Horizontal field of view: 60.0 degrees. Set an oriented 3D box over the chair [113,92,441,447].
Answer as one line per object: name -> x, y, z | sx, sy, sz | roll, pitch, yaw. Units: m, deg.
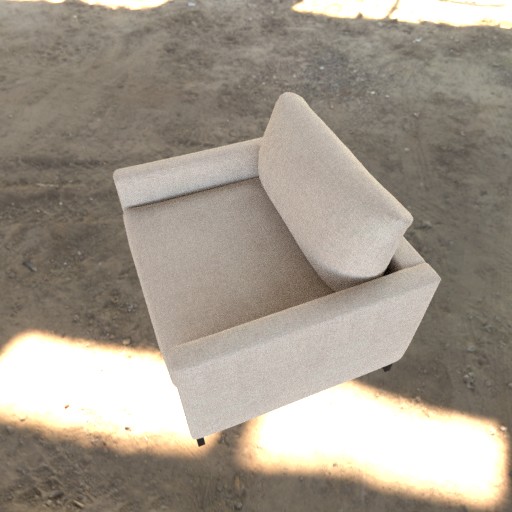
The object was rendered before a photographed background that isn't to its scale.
chair -> 0.000, 0.000, 1.674 | 0.866, 0.861, 0.963 | -17, 50, -15
